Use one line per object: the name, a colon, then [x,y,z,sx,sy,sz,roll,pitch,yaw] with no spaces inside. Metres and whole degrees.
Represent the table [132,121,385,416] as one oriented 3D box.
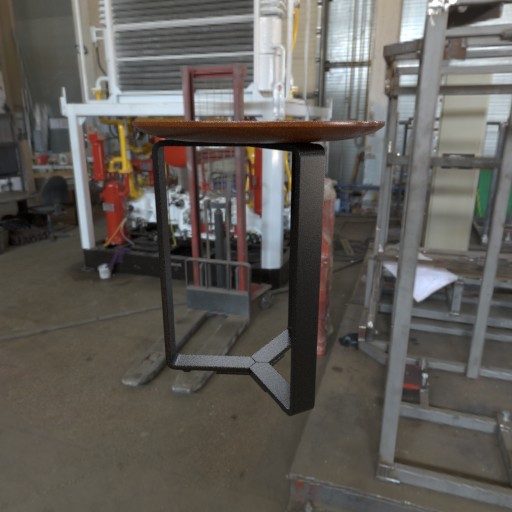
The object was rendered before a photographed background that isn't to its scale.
table: [0.000,0.000,0.773,0.380,0.450,0.410,-8,19,-25]
